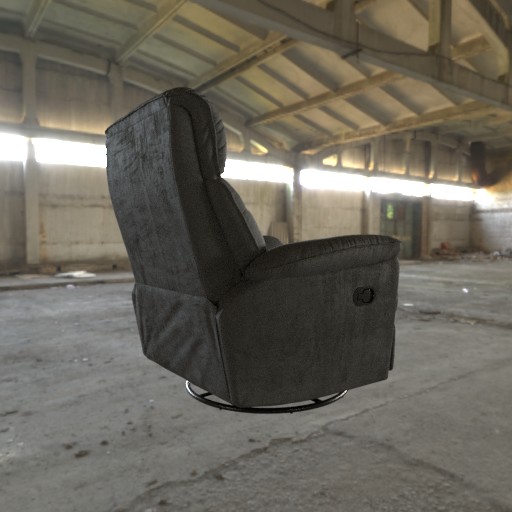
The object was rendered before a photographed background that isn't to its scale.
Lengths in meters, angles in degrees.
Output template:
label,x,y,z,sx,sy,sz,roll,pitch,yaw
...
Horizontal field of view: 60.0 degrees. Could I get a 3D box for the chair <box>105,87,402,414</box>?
label,x,y,z,sx,sy,sz,roll,pitch,yaw
chair,0.000,0.000,1.742,1.004,1.037,0.820,-2,3,-36
